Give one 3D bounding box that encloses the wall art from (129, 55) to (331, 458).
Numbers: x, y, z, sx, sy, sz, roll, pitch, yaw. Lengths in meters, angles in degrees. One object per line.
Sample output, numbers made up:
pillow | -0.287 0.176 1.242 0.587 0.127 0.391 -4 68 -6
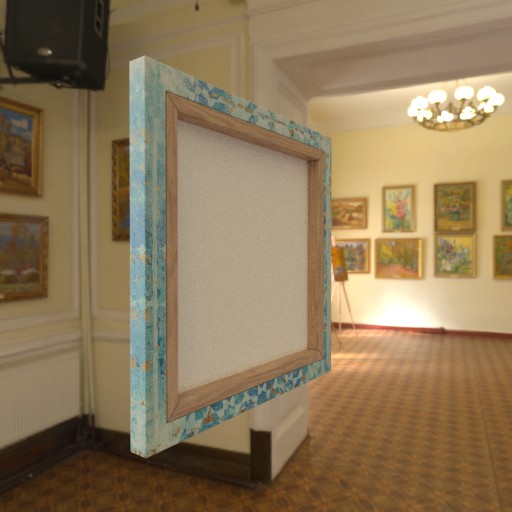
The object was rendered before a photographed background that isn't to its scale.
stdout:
wall art | 0.000 0.000 0.924 0.040 0.609 0.609 0 1 37
